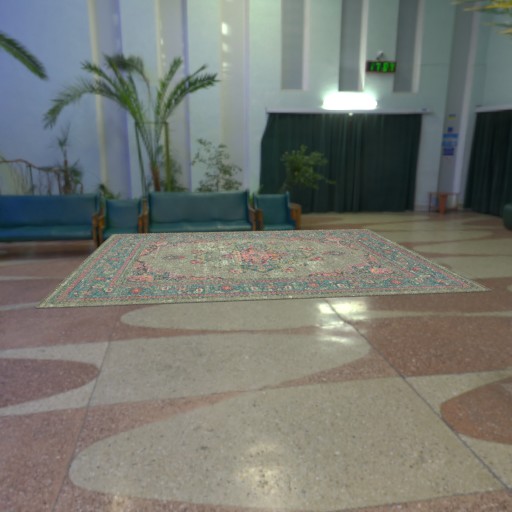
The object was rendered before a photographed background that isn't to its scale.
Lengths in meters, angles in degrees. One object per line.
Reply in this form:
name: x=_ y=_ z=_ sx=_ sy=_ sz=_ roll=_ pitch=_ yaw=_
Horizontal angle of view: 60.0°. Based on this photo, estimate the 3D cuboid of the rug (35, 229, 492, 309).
rug: x=0.000 y=0.000 z=4.102 sx=3.057 sy=0.013 sz=2.434 roll=-2 pitch=14 yaw=-6
